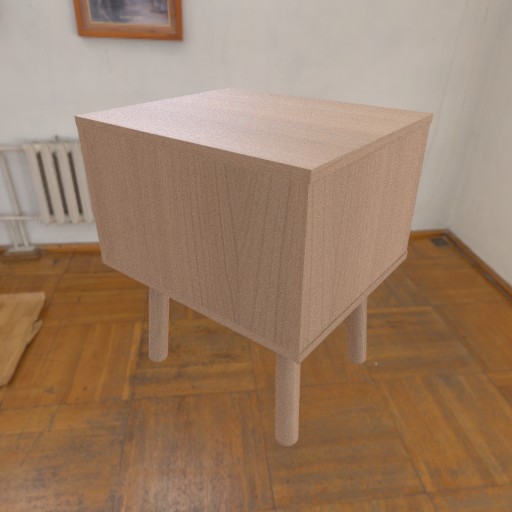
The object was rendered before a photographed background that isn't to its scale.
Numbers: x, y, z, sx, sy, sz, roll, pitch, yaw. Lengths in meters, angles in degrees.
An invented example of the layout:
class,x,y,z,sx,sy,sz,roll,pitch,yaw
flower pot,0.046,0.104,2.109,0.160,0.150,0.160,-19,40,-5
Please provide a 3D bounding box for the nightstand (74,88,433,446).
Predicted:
class,x,y,z,sx,sy,sz,roll,pitch,yaw
nightstand,0.000,0.000,0.855,0.450,0.530,0.380,21,35,33
